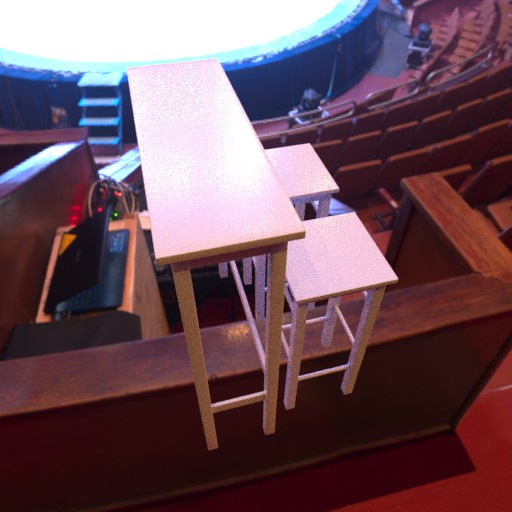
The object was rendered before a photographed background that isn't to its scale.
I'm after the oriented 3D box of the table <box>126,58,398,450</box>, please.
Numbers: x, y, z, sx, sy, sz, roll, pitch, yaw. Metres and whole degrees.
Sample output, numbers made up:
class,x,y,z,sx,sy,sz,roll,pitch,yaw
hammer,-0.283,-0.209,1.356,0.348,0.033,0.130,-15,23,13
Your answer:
class,x,y,z,sx,sy,sz,roll,pitch,yaw
table,0.000,0.000,1.608,0.650,1.065,0.915,-11,47,-10
